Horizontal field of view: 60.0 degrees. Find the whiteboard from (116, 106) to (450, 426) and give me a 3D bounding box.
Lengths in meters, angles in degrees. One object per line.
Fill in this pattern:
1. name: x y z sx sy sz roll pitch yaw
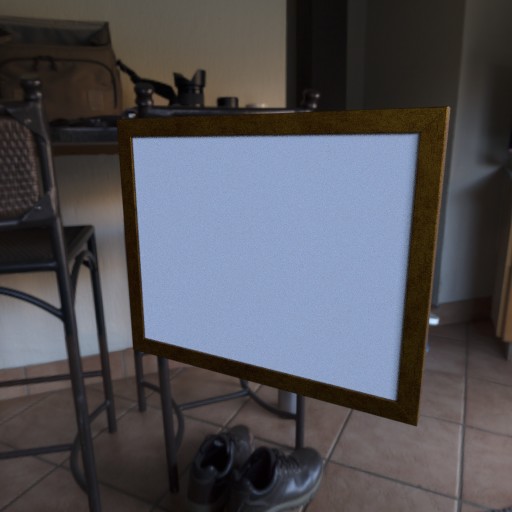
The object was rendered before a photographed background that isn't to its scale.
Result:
1. whiteboard: 0.000 0.000 0.750 0.561 0.457 0.029 7 15 27
